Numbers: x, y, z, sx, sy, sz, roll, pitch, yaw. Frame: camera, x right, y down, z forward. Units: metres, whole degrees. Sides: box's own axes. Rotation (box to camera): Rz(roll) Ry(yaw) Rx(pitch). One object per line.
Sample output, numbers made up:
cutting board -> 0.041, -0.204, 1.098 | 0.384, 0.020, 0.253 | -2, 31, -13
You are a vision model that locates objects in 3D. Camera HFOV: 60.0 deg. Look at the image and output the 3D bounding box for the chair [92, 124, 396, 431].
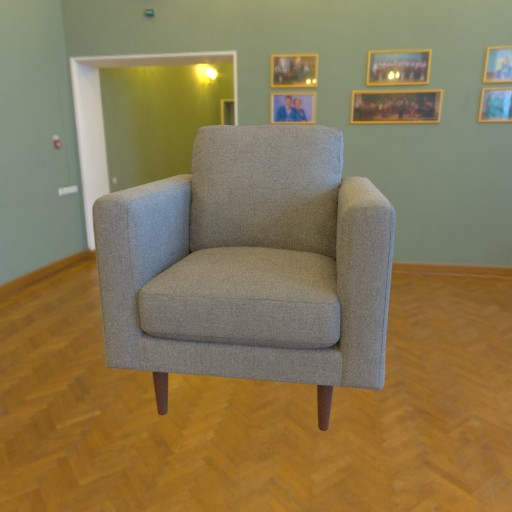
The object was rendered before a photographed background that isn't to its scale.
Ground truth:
chair -> 0.000, 0.000, 1.600 | 0.855, 0.927, 0.800 | 2, 15, 8
